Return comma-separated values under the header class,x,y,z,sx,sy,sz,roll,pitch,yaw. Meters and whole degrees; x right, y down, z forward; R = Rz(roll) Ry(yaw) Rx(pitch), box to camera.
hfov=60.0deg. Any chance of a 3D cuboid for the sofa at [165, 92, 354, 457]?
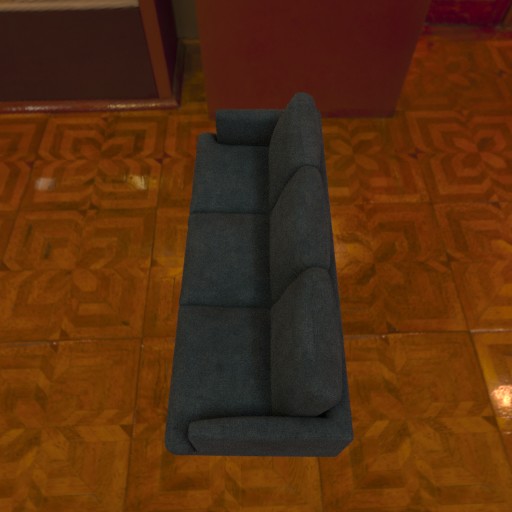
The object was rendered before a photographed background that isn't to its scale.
class,x,y,z,sx,sy,sz,roll,pitch,yaw
sofa,0.000,0.000,2.748,0.903,0.930,2.246,0,58,0
